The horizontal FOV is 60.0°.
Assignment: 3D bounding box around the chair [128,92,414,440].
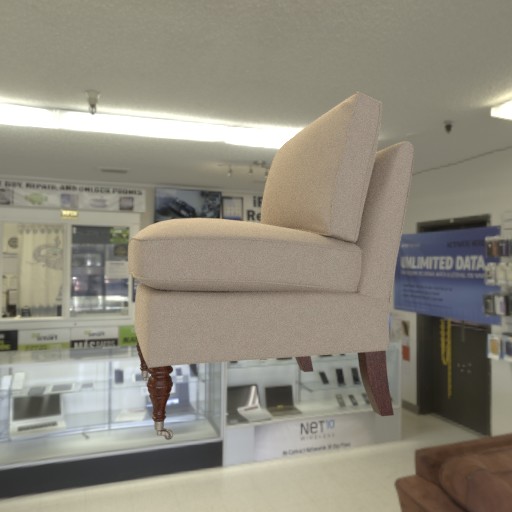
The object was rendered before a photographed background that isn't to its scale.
[{"bbox_3d":[0.000,0.000,1.666,0.912,1.052,0.724,0,-1,-18],"label":"chair"}]
